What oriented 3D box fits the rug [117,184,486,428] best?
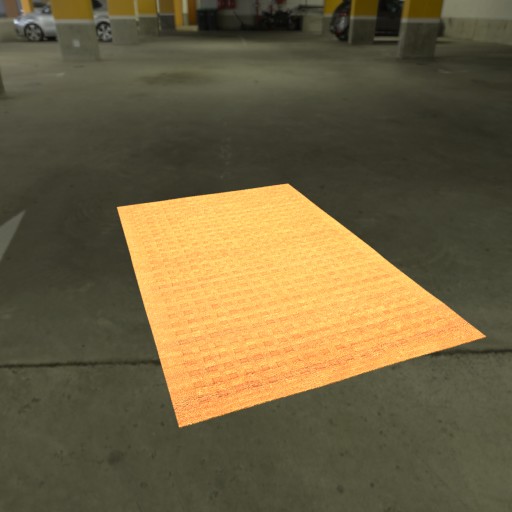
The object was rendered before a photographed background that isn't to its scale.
[{"bbox_3d":[0.000,0.000,2.161,1.143,0.006,1.747,-11,31,-18],"label":"rug"}]
